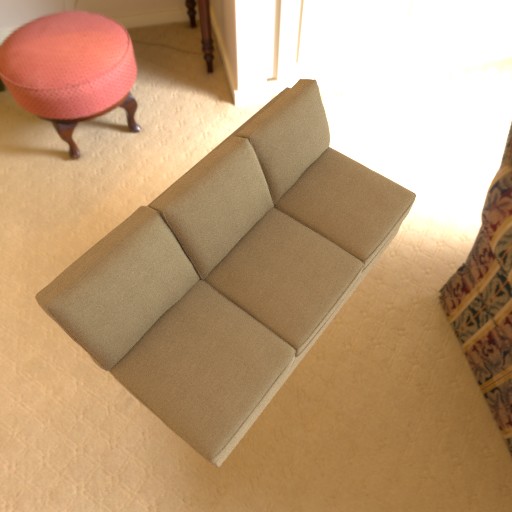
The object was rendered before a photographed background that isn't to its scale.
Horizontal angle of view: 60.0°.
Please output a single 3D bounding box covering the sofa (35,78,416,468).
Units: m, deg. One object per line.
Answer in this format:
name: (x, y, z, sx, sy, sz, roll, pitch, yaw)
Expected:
sofa: (0.000, 0.000, 2.680, 1.127, 1.036, 2.092, 34, 64, 19)
